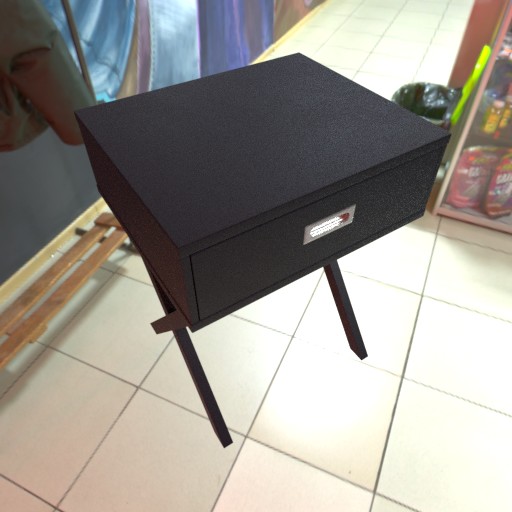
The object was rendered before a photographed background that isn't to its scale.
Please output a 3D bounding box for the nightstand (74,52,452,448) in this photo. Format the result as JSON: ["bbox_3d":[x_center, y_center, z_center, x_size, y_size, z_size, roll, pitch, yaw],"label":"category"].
[{"bbox_3d":[0.000,0.000,0.946,0.479,0.623,0.402,-25,50,-23],"label":"nightstand"}]
